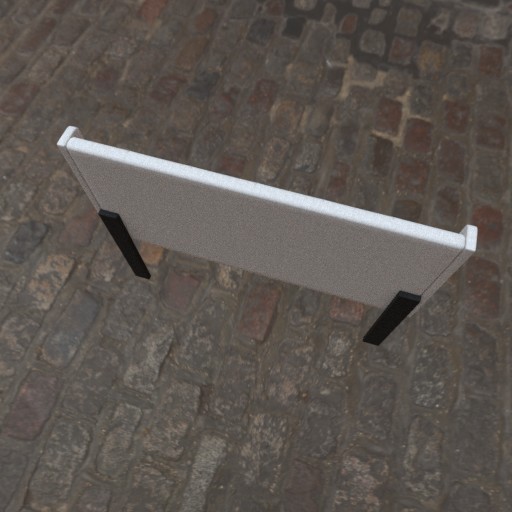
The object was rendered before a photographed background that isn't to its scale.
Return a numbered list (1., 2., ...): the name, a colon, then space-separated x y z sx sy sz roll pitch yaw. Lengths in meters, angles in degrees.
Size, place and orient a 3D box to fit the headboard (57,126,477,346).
1. headboard: 0.000 0.000 2.782 2.051 1.524 0.184 15 65 7
